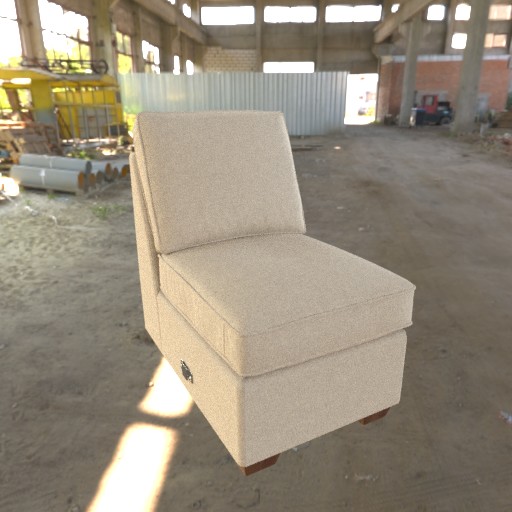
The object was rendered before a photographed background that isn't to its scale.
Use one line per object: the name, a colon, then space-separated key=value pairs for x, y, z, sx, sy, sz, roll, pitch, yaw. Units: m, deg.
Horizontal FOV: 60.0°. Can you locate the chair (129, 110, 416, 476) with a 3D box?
chair: x=0.000 y=0.000 z=1.553 sx=0.621 sy=0.970 sz=0.938 roll=-10 pitch=21 yaw=-27
